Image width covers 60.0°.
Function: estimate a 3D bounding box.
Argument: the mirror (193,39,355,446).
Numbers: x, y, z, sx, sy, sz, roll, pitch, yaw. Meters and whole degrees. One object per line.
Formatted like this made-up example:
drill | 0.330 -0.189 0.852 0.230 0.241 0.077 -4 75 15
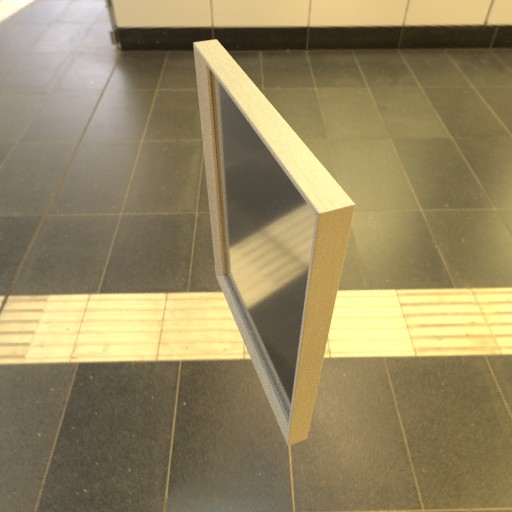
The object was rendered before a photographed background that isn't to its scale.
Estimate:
mirror | 0.000 0.000 0.695 0.041 0.509 0.406 -15 48 -14
